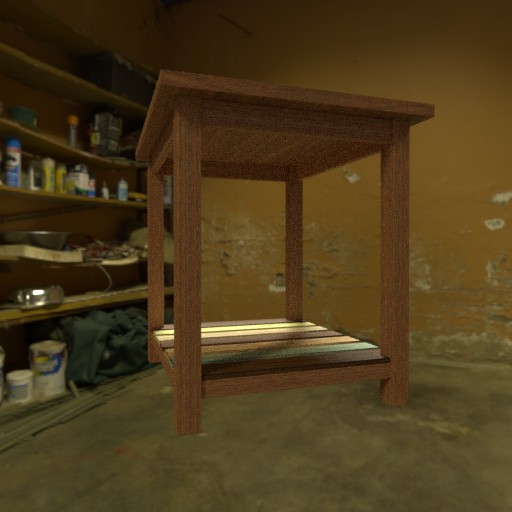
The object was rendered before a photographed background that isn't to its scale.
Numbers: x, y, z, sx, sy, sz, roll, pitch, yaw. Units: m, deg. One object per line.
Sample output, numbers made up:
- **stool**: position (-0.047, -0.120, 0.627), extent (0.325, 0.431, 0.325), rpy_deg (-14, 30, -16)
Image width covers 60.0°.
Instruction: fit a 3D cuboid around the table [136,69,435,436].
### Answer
- **table**: position (0.000, 0.000, 1.147), extent (0.559, 0.635, 0.660), rpy_deg (0, 1, -19)
